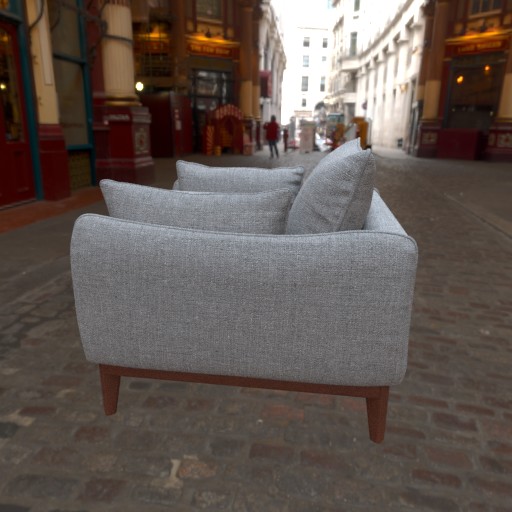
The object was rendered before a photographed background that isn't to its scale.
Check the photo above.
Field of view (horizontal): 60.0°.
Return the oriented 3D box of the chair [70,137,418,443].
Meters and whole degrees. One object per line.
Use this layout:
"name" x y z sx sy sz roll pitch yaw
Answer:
"chair" 0.000 0.000 1.654 0.976 0.839 0.993 3 17 8
